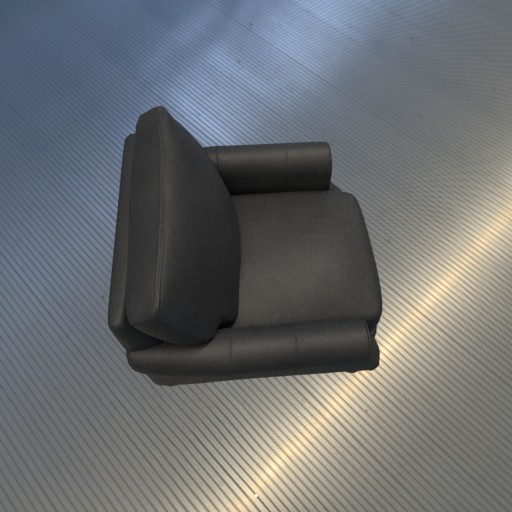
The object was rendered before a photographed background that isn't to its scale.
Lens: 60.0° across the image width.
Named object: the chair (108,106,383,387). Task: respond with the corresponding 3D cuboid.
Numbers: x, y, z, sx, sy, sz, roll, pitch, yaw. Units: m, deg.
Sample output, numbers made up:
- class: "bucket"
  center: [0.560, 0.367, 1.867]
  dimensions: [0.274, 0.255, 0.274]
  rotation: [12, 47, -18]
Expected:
- class: "chair"
  center: [0.000, 0.000, 1.801]
  dimensions: [1.027, 0.960, 1.015]
  rotation: [0, 62, 0]
